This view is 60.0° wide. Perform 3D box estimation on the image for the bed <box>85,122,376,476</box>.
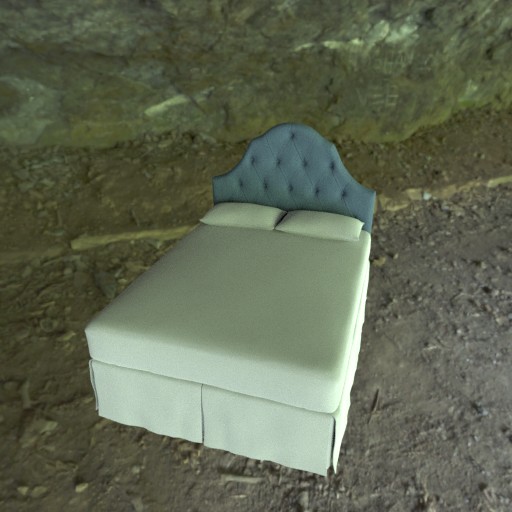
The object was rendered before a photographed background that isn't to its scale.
[{"bbox_3d":[0.000,0.000,3.276,1.636,1.575,2.155,8,27,16],"label":"bed"}]
